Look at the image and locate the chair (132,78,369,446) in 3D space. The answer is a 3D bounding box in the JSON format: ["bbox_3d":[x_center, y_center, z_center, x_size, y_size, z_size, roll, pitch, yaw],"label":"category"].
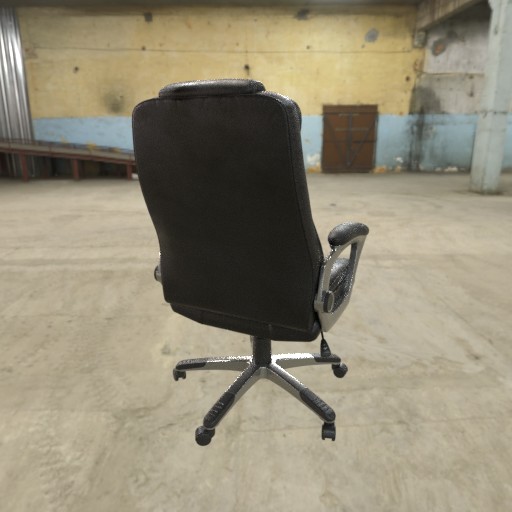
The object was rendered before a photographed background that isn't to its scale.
[{"bbox_3d":[0.000,0.000,1.519,0.697,1.075,0.689,8,17,26],"label":"chair"}]
